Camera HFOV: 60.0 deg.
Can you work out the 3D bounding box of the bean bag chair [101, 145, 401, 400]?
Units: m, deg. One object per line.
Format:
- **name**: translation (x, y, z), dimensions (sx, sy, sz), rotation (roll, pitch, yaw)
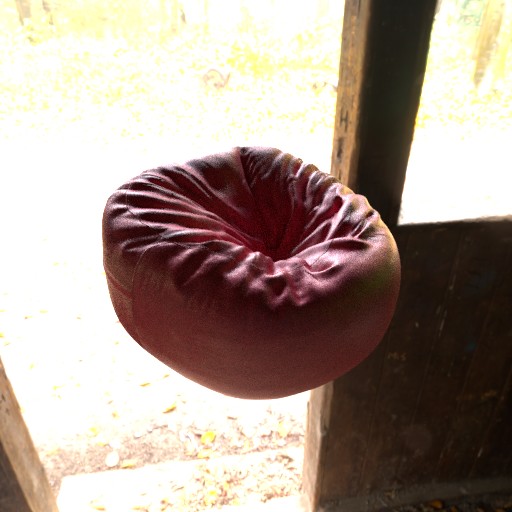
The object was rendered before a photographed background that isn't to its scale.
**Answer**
- **bean bag chair**: translation (0.000, 0.000, 2.434), dimensions (1.524, 0.878, 1.524), rotation (-21, 36, -32)
